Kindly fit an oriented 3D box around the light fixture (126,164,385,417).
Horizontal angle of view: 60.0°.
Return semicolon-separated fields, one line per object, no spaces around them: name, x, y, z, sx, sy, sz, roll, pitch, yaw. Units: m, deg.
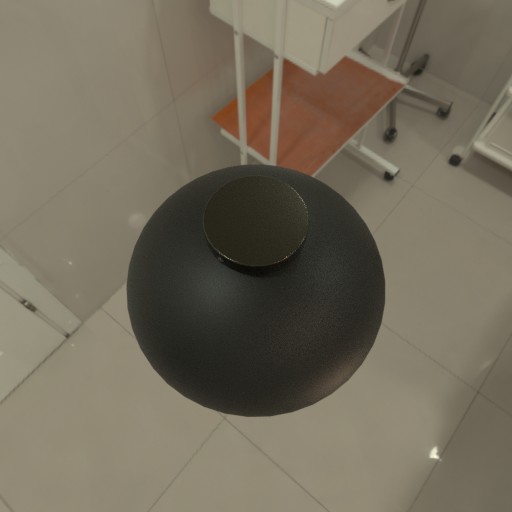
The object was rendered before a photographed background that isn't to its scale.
light fixture;0.000;0.000;0.547;0.355;0.177;0.355;0;63;0
